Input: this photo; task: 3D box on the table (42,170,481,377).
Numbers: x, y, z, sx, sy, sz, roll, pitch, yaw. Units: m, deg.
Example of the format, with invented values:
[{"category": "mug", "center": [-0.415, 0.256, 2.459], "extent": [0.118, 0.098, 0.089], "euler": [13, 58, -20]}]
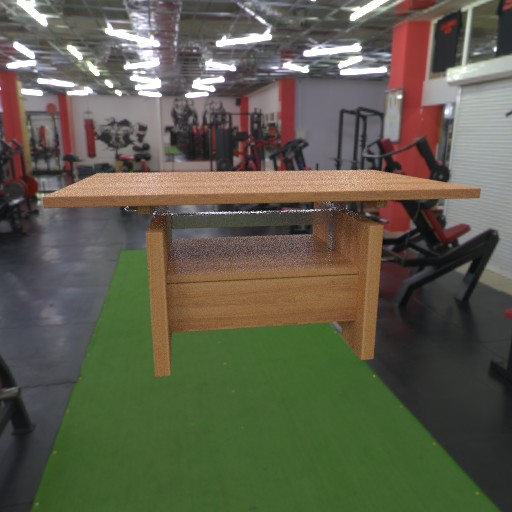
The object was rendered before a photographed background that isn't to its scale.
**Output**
[{"category": "table", "center": [0.000, 0.000, 1.493], "extent": [1.100, 0.510, 0.700], "euler": [-2, 15, -9]}]
